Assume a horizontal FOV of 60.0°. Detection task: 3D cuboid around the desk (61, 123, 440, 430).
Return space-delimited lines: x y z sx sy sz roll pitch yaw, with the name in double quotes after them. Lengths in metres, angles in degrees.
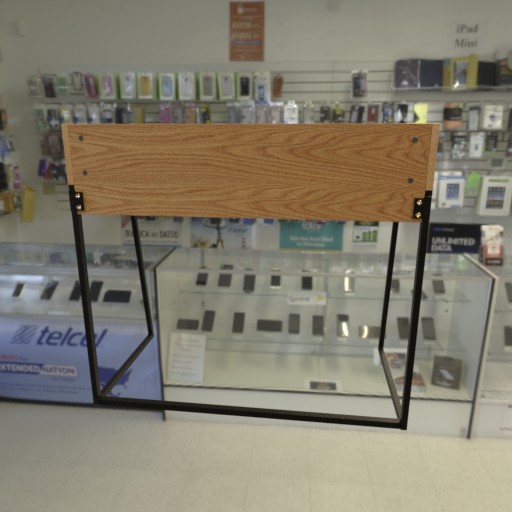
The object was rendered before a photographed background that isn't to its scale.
0.000 0.000 1.878 1.191 1.061 0.769 2 16 7 "desk"
